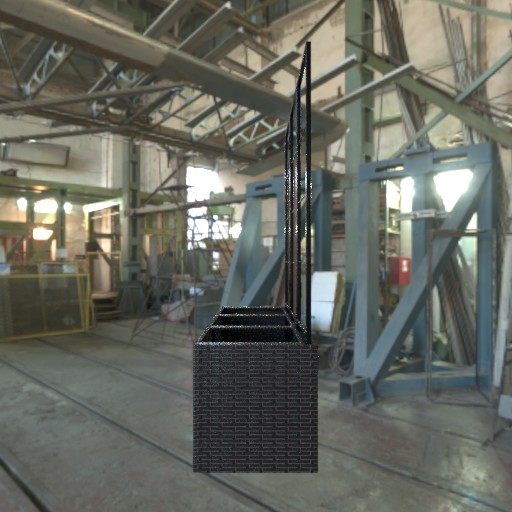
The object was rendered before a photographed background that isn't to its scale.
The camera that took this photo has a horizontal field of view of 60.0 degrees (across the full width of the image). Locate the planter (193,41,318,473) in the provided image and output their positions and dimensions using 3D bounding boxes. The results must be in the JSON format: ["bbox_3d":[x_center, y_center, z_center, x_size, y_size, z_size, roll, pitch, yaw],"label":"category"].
[{"bbox_3d":[0.000,0.000,1.202,0.244,0.841,0.699,0,0,0],"label":"planter"}]
